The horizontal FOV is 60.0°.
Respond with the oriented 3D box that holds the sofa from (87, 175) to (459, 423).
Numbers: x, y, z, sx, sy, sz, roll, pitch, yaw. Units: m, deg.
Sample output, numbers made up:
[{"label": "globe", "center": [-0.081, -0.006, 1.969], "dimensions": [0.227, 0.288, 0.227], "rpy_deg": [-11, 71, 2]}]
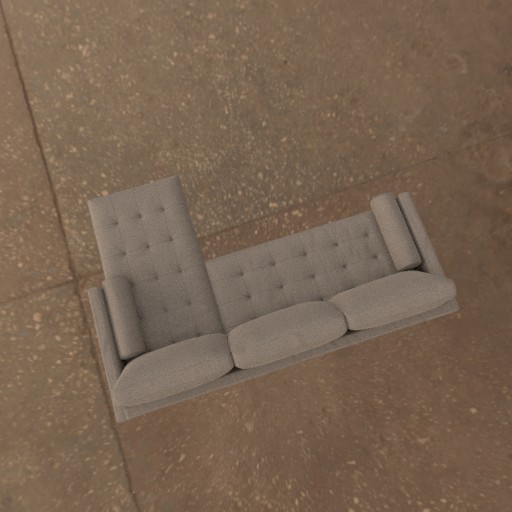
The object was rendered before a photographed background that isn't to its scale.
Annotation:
[{"label": "sofa", "center": [0.000, 0.000, 2.984], "dimensions": [2.178, 0.875, 1.506], "rpy_deg": [-17, 76, -4]}]
